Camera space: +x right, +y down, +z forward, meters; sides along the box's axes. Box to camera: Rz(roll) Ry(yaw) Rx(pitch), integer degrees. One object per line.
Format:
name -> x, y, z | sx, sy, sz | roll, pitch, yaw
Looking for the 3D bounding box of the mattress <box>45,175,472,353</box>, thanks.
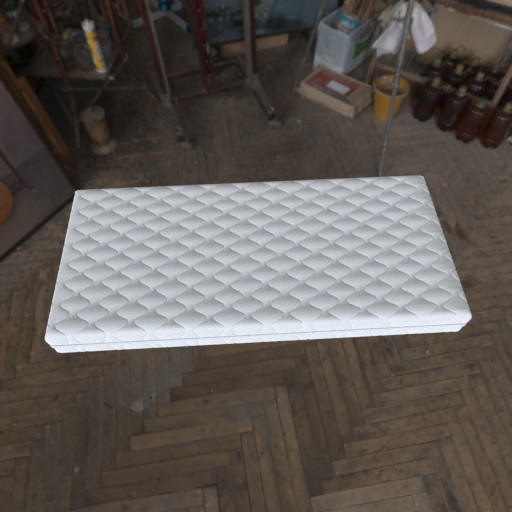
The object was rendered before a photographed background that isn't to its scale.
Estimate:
mattress -> 0.000, 0.000, 2.355 | 2.000, 0.200, 0.900 | -3, 58, -2
